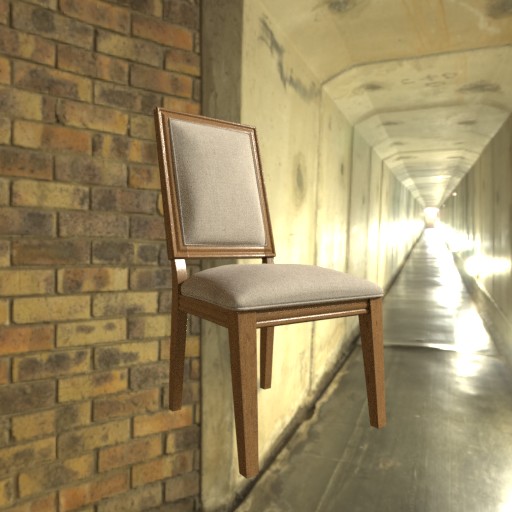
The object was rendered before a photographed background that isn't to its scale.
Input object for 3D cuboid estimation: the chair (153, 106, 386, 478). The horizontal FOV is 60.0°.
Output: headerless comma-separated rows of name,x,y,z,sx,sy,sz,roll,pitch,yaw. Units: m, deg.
chair,0.000,0.000,1.376,0.536,0.988,0.601,-1,1,-37
